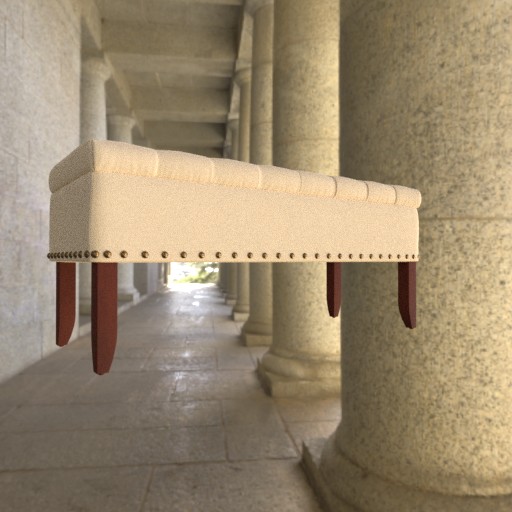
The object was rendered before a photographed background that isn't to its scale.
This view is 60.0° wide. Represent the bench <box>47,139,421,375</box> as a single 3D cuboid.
[{"bbox_3d":[0.000,0.000,1.286,1.054,0.470,0.400,0,-1,-35],"label":"bench"}]
